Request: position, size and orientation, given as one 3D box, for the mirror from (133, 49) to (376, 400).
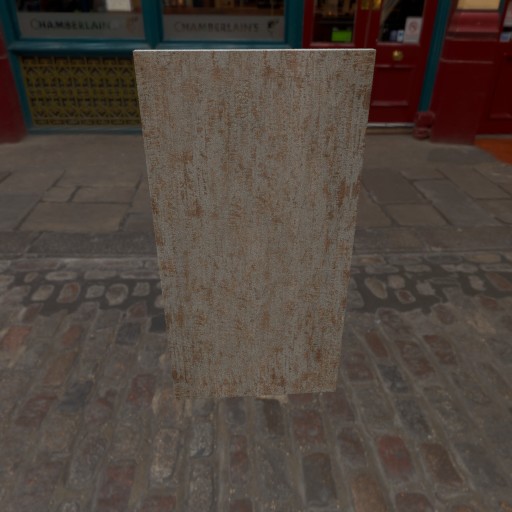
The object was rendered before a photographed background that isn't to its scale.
[{"bbox_3d":[0.000,0.000,1.091,0.472,0.922,0.027,-2,29,-3],"label":"mirror"}]
